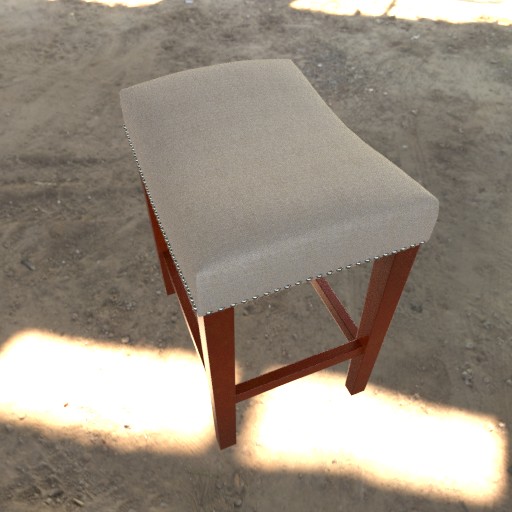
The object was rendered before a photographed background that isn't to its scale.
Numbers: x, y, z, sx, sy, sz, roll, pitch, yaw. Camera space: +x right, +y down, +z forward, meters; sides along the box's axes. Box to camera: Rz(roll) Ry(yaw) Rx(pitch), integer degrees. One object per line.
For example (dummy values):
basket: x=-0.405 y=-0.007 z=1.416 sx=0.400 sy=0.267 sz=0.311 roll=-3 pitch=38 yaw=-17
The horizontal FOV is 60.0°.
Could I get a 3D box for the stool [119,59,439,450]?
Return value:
stool: x=0.000 y=0.000 z=0.941 sx=0.375 sy=0.632 sz=0.509 roll=-17 pitch=50 yaw=-15
